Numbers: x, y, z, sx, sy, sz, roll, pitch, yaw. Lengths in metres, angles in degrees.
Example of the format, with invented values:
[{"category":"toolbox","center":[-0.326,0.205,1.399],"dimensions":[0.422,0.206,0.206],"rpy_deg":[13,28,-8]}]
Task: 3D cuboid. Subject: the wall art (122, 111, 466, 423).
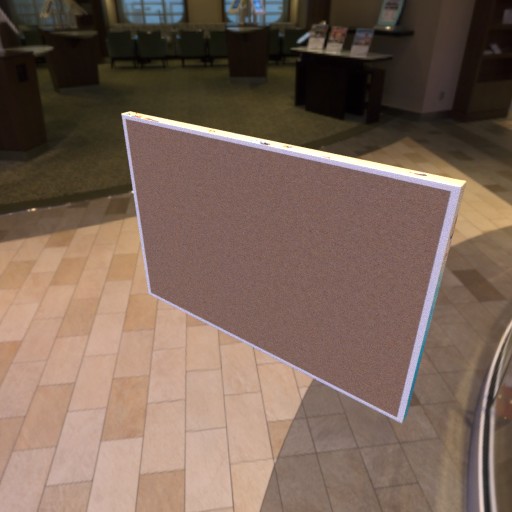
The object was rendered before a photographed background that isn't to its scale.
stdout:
[{"category":"wall art","center":[0.000,0.000,1.457],"dimensions":[1.136,0.769,0.040],"rpy_deg":[21,36,31]}]
